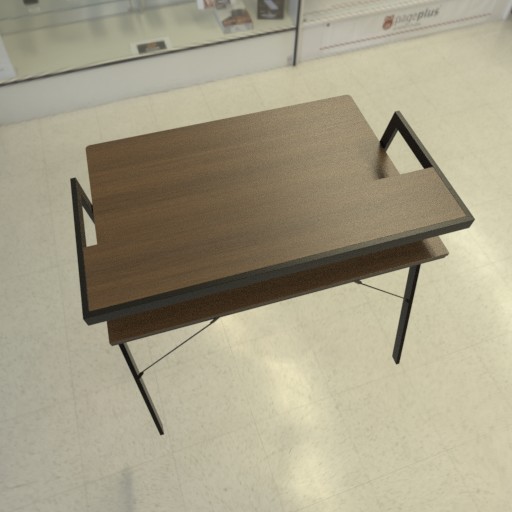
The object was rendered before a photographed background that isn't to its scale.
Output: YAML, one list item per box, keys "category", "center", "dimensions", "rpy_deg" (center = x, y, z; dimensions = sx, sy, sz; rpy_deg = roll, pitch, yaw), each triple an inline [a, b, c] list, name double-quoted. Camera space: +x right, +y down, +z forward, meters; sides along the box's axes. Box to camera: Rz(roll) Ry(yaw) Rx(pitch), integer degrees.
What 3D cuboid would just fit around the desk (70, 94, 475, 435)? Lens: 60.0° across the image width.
- category: "desk"
  center: [0.000, 0.000, 1.837]
  dimensions: [1.143, 0.998, 0.936]
  rpy_deg: [-14, 59, -9]
